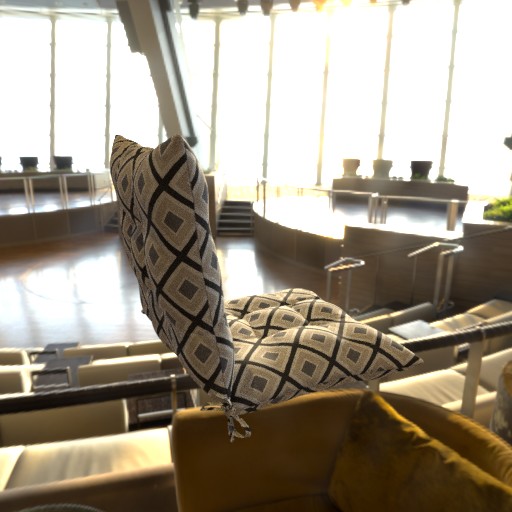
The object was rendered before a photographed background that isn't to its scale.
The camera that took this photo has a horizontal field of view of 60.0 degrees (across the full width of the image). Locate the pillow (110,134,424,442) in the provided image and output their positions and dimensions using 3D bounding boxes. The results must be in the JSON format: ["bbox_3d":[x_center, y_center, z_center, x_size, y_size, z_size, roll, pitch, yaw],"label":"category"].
[{"bbox_3d":[0.000,0.000,1.008,0.585,0.536,0.541,-7,17,-25],"label":"pillow"}]
